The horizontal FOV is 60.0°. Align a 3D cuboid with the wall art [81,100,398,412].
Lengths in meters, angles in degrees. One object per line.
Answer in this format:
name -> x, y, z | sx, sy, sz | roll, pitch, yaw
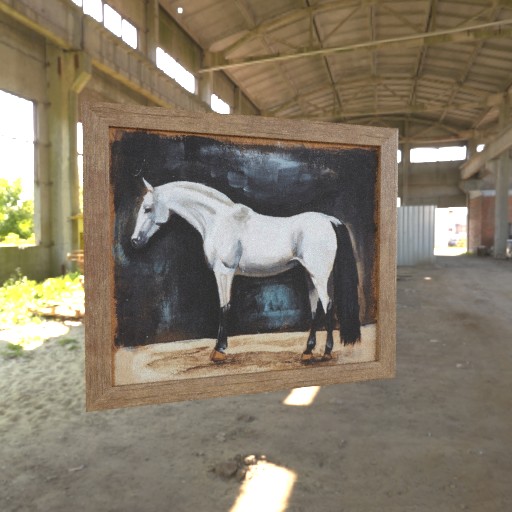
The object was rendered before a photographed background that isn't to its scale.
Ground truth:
wall art -> 0.000, 0.000, 0.951 | 0.690, 0.588, 0.026 | -1, 2, -18
